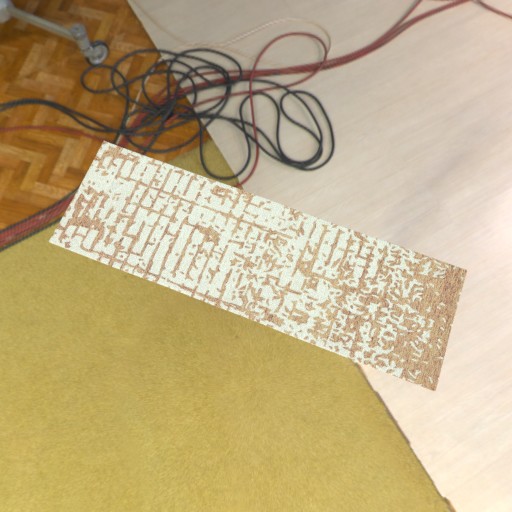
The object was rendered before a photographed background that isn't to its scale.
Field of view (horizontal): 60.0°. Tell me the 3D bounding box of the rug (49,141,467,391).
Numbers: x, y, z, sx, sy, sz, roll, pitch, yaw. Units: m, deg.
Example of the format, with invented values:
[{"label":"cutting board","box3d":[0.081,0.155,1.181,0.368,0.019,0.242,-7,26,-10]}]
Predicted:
[{"label":"rug","box3d":[0.000,0.000,2.691,2.435,0.011,0.750,20,75,6]}]
